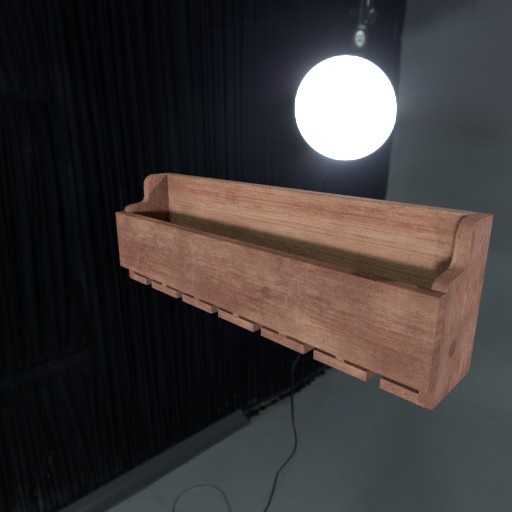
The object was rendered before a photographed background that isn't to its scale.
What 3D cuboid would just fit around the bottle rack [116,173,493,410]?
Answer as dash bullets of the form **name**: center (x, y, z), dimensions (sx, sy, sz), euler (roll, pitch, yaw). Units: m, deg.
- **bottle rack**: center (0.000, 0.000, 0.676), dimensions (0.608, 0.196, 0.126), euler (16, 23, 42)
